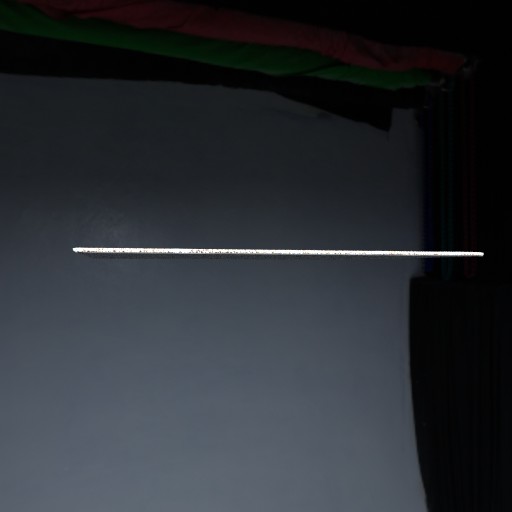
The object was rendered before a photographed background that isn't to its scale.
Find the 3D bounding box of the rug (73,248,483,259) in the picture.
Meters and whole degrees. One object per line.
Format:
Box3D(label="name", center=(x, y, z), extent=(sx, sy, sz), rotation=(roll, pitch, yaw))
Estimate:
Box3D(label="rug", center=(0.000, 0.000, 4.218), extent=(3.047, 0.029, 2.438), rotation=(0, -1, -18))
